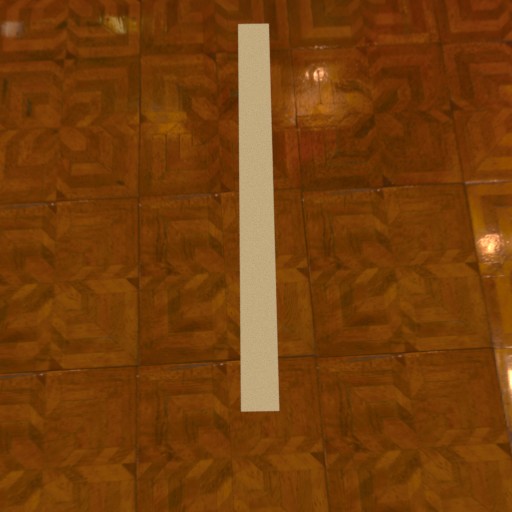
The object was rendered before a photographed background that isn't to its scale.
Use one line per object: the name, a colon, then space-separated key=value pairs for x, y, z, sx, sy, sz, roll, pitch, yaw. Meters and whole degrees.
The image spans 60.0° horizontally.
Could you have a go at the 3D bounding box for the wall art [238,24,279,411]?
wall art: x=0.000 y=0.000 z=0.759 sx=0.039 sy=0.553 sz=0.451 roll=-1 pitch=76 yaw=0
